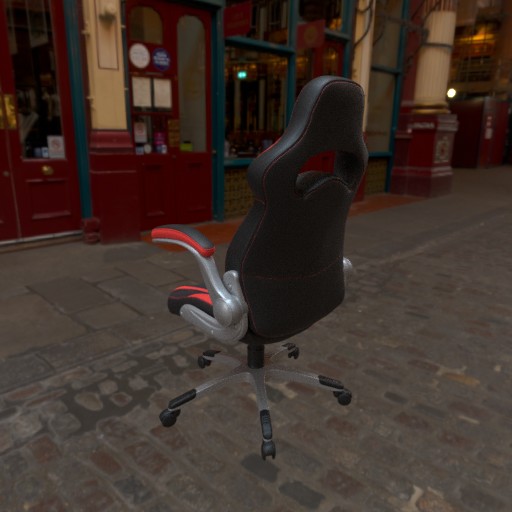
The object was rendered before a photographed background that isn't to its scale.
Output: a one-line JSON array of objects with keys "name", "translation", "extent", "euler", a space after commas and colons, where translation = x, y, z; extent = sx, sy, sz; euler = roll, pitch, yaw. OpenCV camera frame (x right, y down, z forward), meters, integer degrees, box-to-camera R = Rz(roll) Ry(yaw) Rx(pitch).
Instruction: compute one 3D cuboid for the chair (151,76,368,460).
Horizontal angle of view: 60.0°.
[{"name": "chair", "translation": [0.000, 0.000, 1.608], "extent": [0.758, 1.165, 0.712], "euler": [-15, 22, -43]}]
